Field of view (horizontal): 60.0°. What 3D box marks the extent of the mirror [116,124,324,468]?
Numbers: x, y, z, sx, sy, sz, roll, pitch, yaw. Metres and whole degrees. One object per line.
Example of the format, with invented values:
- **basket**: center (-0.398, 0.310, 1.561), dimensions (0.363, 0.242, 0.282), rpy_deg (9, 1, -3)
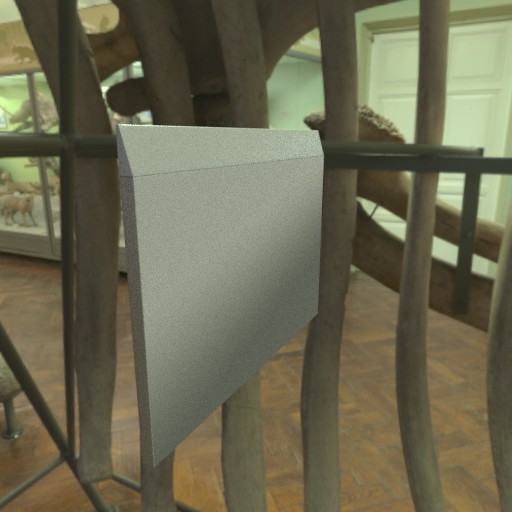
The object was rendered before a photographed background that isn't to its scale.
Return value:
- **mirror**: center (0.000, 0.000, 1.139), dimensions (0.030, 0.630, 0.870), rpy_deg (8, 17, 27)
